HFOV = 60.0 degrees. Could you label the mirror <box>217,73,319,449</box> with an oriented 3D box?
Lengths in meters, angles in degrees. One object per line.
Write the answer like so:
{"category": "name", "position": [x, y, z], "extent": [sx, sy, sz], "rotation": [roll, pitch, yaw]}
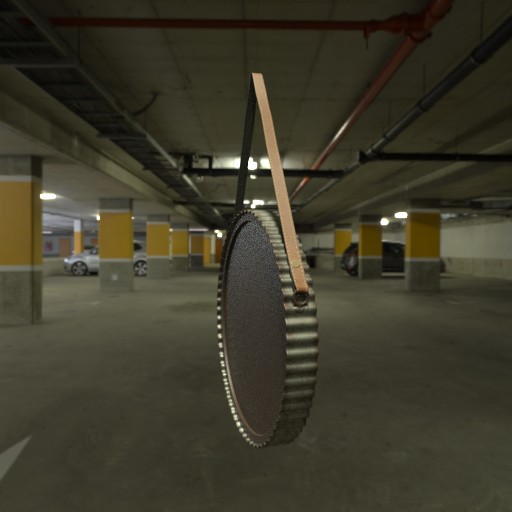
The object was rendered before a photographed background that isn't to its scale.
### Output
{"category": "mirror", "position": [0.000, 0.000, 0.692], "extent": [0.042, 0.568, 0.355], "rotation": [0, 1, -19]}
